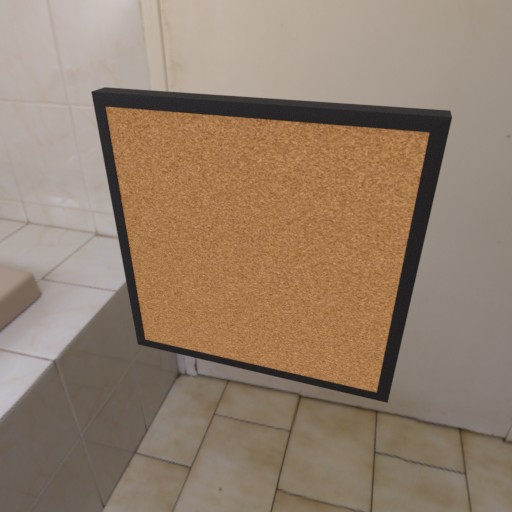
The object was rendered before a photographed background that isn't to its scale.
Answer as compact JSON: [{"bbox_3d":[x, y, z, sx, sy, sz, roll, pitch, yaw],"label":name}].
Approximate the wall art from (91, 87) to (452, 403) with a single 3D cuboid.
[{"bbox_3d":[0.000,0.000,0.743,0.506,0.503,0.036,9,32,15],"label":"wall art"}]
